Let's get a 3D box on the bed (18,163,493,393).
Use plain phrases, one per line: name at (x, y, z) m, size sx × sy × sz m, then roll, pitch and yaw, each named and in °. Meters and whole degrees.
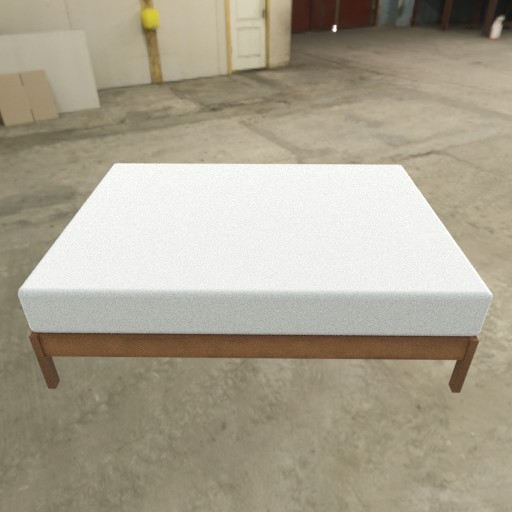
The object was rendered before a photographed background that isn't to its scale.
bed at (0.000, 0.000, 2.666) m, size 2.050 × 0.593 × 1.529 m, roll 0°, pitch 33°, yaw 1°
